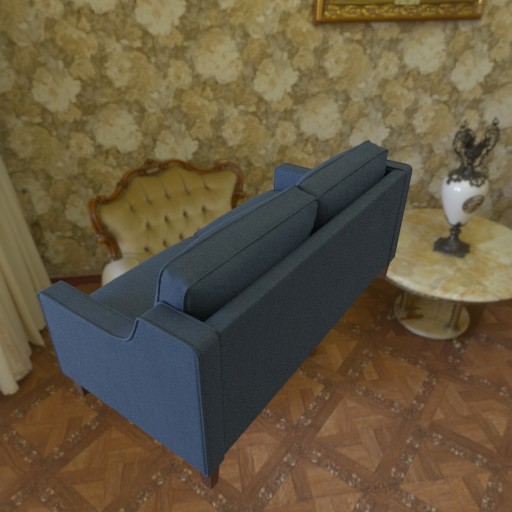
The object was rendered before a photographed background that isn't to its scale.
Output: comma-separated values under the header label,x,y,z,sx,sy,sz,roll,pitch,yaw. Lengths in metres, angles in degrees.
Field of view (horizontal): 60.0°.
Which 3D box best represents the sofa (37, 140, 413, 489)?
label,x,y,z,sx,sy,sz,roll,pitch,yaw
sofa,0.000,0.000,2.684,1.066,1.071,2.178,20,37,30
